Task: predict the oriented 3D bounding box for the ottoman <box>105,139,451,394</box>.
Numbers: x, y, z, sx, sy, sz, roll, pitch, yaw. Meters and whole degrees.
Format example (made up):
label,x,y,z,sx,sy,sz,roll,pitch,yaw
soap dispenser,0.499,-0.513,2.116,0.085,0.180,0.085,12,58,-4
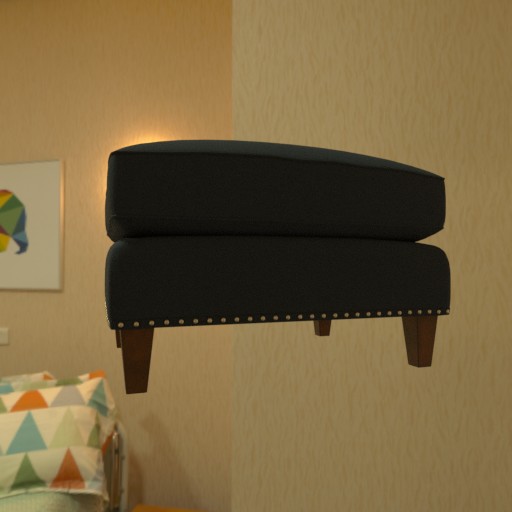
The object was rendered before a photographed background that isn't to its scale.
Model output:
label,x,y,z,sx,sy,sz,roll,pitch,yaw
ottoman,0.000,0.000,1.151,0.741,0.513,0.584,0,-1,-19
